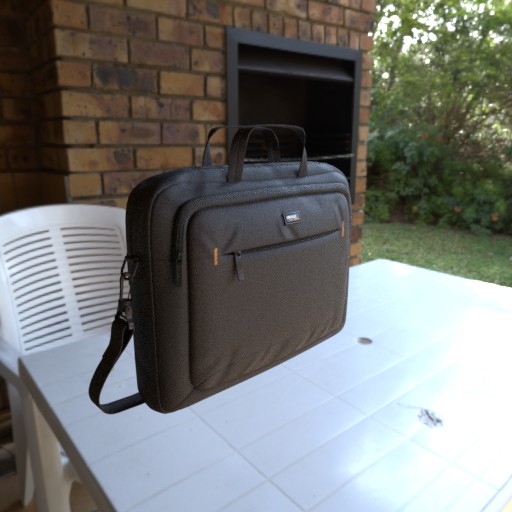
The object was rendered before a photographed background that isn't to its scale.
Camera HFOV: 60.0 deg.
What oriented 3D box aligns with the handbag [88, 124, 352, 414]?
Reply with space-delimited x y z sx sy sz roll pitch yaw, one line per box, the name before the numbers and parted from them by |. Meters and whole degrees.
handbag | 0.000 0.000 0.430 0.320 0.244 0.089 -13 20 -42
